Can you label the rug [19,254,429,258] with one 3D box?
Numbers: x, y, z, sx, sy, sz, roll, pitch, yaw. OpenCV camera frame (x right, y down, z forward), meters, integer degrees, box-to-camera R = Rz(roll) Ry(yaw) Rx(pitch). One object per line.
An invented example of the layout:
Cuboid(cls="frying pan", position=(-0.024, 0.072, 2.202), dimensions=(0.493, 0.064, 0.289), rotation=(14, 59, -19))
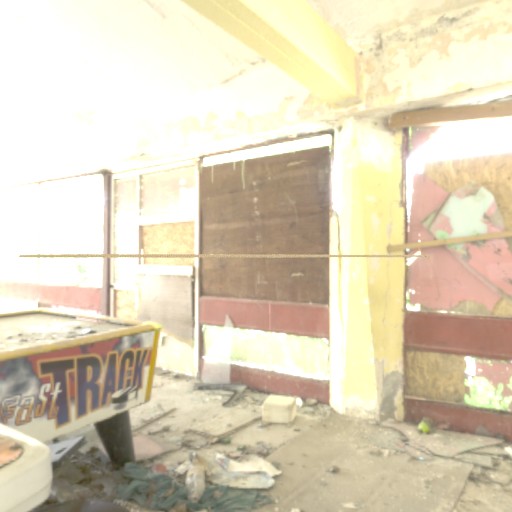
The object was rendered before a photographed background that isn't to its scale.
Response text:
Cuboid(cls="rug", position=(0.000, 0.000, 2.480), dimensions=(2.276, 0.014, 0.678), rotation=(0, 0, -35))
